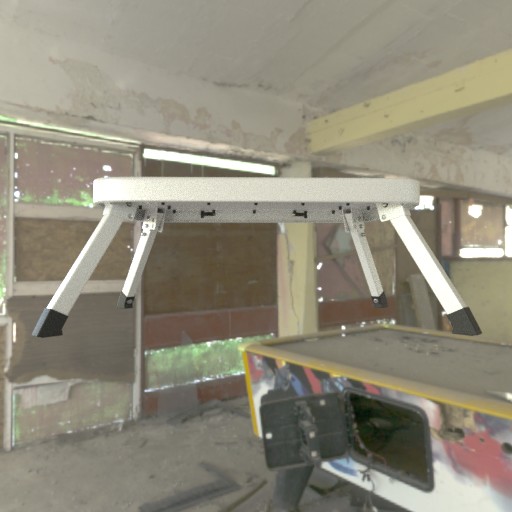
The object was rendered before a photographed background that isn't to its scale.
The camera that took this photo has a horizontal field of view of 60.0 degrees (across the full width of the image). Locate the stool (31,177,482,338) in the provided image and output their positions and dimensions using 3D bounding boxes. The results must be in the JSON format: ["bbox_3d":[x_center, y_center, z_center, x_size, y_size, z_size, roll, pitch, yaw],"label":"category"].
[{"bbox_3d":[0.000,0.000,0.603,0.460,0.170,0.320,0,-1,-2],"label":"stool"}]
